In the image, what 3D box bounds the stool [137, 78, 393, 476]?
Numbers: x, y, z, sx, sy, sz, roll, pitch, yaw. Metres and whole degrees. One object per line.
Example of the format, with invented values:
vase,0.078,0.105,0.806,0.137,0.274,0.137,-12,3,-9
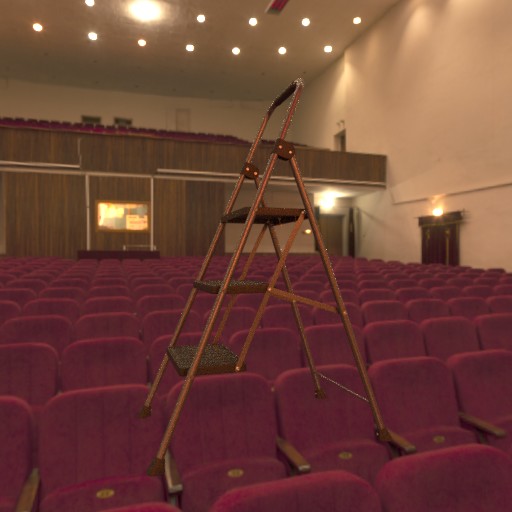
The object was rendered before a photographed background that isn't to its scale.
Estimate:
stool,0.000,0.000,1.459,0.733,1.121,0.473,0,0,-18
